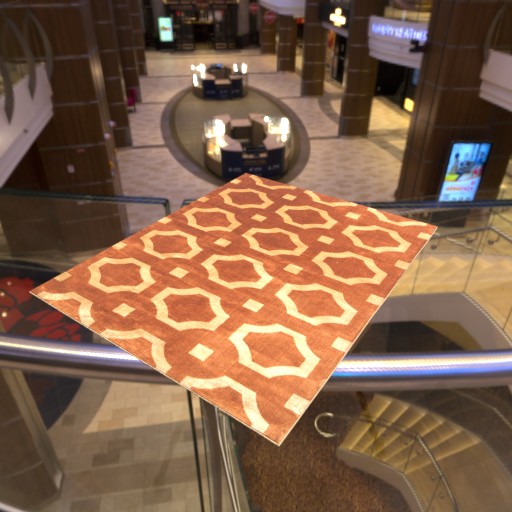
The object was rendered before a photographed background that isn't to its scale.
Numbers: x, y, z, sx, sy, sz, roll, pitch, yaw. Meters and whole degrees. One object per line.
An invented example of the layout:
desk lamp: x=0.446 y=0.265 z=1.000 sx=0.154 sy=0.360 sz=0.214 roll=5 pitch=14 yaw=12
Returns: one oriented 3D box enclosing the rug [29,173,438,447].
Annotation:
rug: x=0.000 y=0.000 z=4.132 sx=2.466 sy=0.021 sz=3.049 roll=21 pitch=39 yaw=29
